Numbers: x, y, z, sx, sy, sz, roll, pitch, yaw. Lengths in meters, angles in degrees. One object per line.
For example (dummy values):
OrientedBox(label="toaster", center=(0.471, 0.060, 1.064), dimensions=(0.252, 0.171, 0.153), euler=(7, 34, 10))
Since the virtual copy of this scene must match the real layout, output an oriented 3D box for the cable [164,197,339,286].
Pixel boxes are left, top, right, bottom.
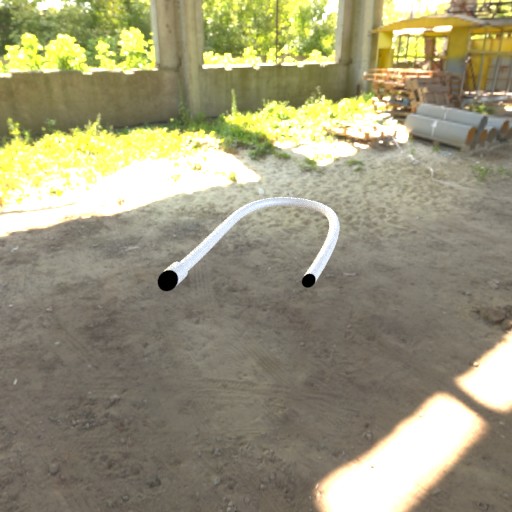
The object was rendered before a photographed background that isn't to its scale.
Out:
OrientedBox(label="cable", center=(0.000, 0.000, 0.112), dimensions=(0.040, 0.006, 0.098), euler=(8, 25, 16))
